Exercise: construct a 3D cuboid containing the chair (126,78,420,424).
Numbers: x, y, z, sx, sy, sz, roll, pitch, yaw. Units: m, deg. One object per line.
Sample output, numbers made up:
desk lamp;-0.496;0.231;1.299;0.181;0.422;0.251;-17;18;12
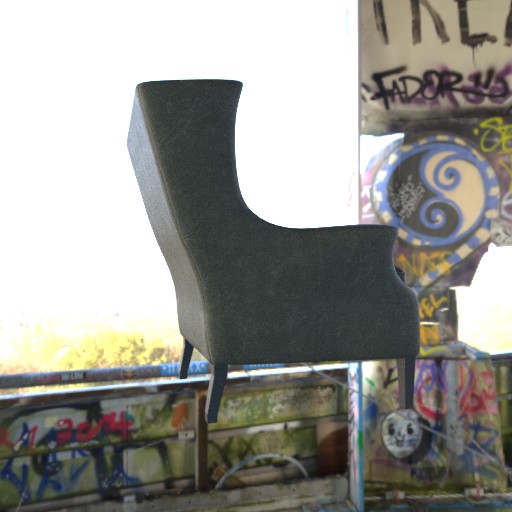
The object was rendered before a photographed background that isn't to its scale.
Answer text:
chair;0.000;0.000;1.681;0.926;1.016;0.853;0;-1;-19
